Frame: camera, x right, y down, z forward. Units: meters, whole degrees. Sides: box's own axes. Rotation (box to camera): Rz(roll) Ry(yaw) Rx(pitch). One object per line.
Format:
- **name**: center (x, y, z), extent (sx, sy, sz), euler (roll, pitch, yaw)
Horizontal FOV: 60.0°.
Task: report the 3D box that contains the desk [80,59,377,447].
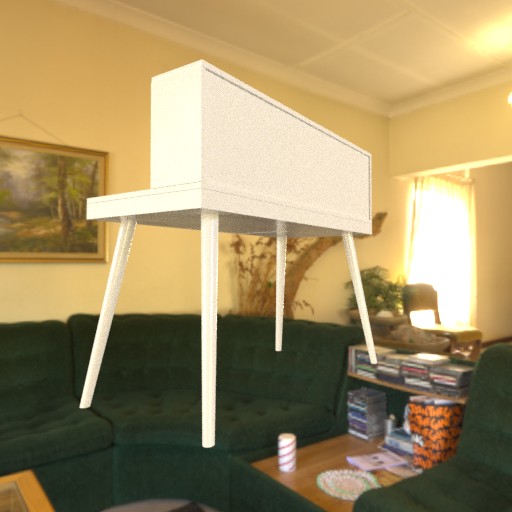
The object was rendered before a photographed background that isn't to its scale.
- **desk**: center (0.000, 0.000, 1.767), extent (0.559, 0.990, 1.199), euler (-1, -2, 35)
